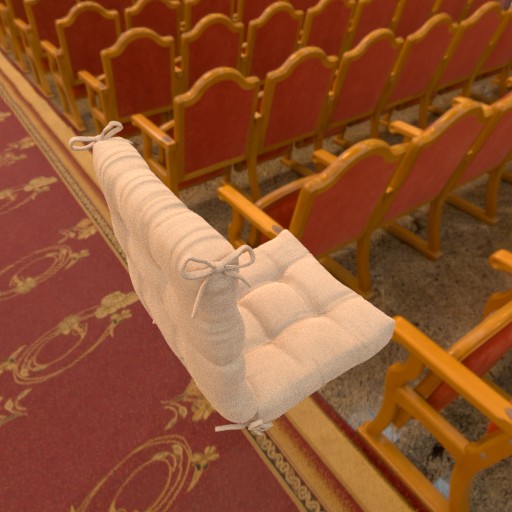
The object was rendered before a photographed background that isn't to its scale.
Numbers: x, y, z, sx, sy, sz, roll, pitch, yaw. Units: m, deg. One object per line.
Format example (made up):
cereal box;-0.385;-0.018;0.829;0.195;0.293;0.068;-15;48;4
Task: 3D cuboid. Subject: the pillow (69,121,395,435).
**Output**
pillow;0.000;0.000;1.026;0.571;0.605;0.519;-25;47;-25
